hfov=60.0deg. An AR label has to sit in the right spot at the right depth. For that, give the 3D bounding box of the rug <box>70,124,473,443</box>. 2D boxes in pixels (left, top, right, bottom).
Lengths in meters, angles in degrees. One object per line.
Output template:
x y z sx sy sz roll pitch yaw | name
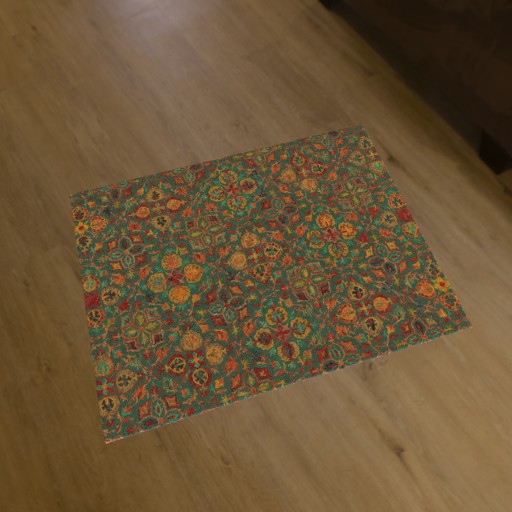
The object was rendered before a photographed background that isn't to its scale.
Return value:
0.000 0.000 4.168 3.204 0.025 2.434 -15 64 -8 | rug
